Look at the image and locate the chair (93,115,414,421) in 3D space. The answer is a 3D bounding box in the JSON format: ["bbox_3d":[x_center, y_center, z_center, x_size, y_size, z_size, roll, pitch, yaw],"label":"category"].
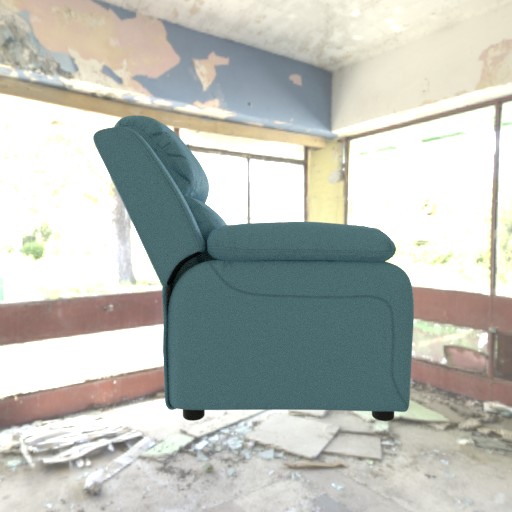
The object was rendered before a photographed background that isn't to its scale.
[{"bbox_3d":[0.000,0.000,1.229,0.709,0.702,0.680,0,2,-1],"label":"chair"}]
